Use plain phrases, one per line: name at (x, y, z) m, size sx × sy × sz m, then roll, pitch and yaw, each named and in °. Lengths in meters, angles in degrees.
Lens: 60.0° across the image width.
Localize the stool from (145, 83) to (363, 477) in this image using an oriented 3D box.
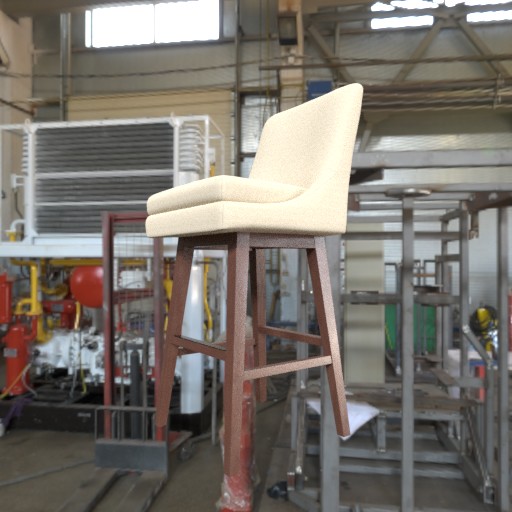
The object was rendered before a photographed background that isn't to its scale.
stool at (0.000, 0.000, 1.408) m, size 0.559 × 1.093 × 0.483 m, roll 1°, pitch -1°, yaw -37°
